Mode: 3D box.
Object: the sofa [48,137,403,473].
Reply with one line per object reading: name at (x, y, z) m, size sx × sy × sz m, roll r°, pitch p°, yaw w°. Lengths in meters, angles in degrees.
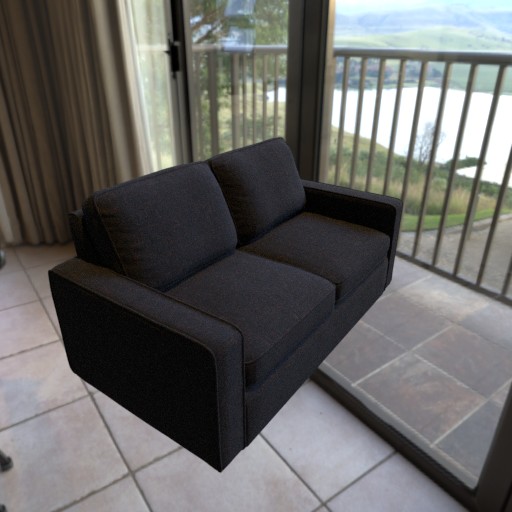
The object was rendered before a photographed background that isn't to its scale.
sofa at (0.000, 0.000, 2.257) m, size 0.947 × 0.918 × 1.709 m, roll 18°, pitch 32°, yaw 31°
